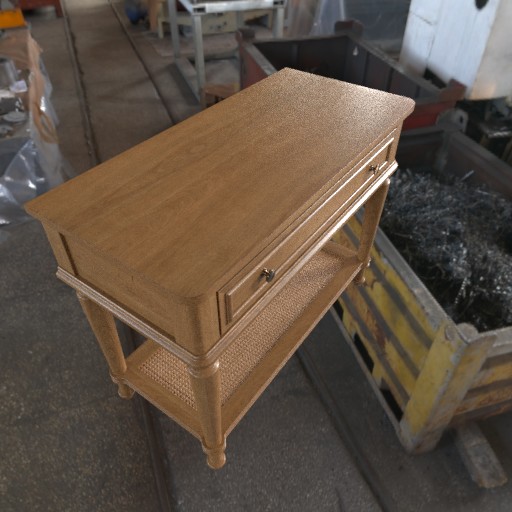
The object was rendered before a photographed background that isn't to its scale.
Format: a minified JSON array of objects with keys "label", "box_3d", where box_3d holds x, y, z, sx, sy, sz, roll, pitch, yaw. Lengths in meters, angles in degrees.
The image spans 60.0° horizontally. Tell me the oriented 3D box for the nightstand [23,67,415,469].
[{"label":"nightstand","box_3d":[0.000,0.000,1.258,0.432,0.700,0.914,26,48,26]}]
